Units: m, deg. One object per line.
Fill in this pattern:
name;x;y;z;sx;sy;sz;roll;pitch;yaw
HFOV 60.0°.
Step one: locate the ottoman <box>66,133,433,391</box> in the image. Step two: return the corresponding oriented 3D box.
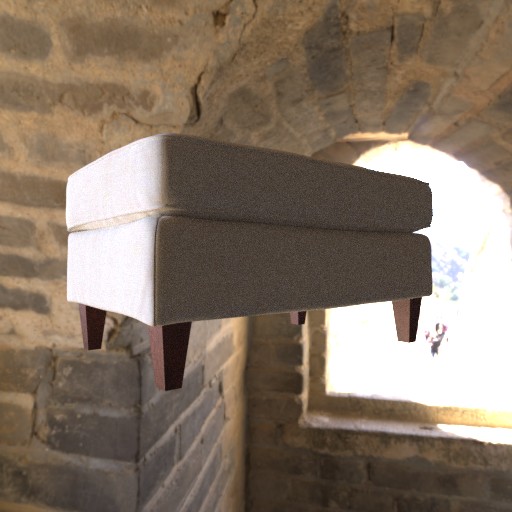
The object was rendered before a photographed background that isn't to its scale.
ottoman;0.000;0.000;1.209;0.862;0.484;0.583;0;-1;-38
